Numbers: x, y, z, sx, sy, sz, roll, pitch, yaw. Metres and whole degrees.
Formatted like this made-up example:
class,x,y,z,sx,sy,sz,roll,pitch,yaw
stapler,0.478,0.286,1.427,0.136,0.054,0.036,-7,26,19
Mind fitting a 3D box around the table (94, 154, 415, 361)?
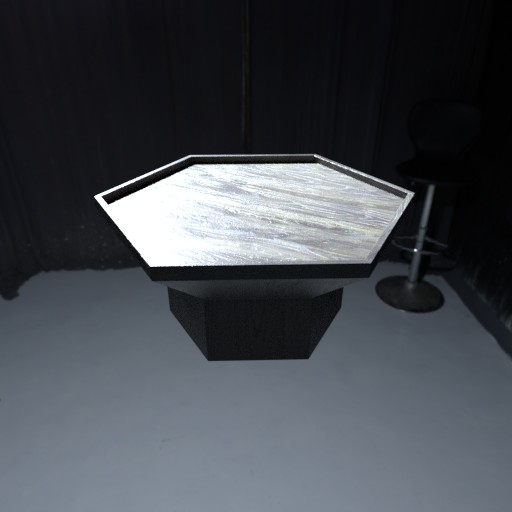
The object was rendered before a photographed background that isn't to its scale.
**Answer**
class,x,y,z,sx,sy,sz,roll,pitch,yaw
table,0.000,0.000,1.657,1.115,0.488,0.966,-1,29,-1
